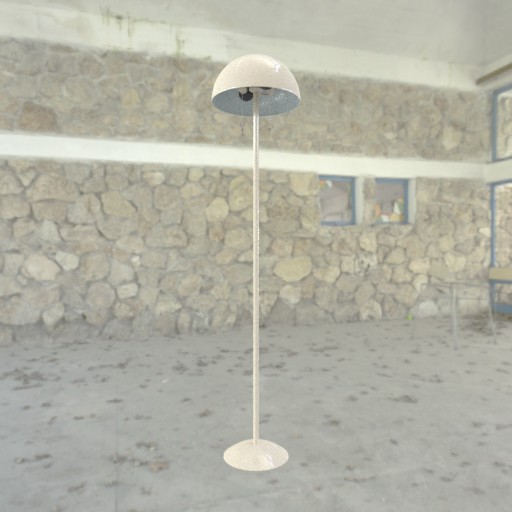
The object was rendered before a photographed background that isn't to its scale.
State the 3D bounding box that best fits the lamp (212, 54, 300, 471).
[{"bbox_3d":[0.000,0.000,1.642,0.328,1.480,0.328,0,0,-16],"label":"lamp"}]
